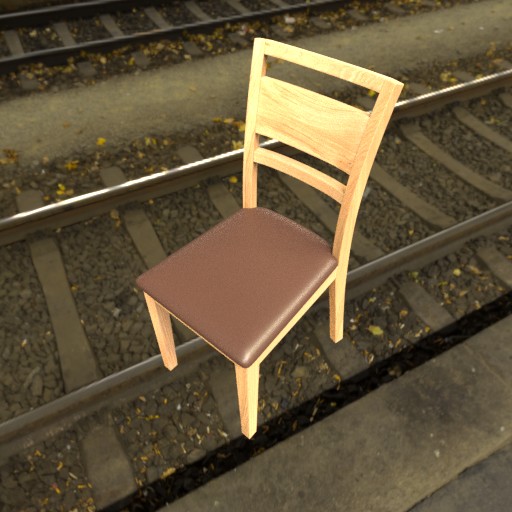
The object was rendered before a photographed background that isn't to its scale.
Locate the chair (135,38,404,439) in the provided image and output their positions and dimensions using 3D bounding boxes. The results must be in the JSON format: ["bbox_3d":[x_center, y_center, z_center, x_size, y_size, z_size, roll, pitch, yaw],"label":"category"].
[{"bbox_3d":[0.000,0.000,1.228,0.420,0.940,0.545,31,54,27],"label":"chair"}]
